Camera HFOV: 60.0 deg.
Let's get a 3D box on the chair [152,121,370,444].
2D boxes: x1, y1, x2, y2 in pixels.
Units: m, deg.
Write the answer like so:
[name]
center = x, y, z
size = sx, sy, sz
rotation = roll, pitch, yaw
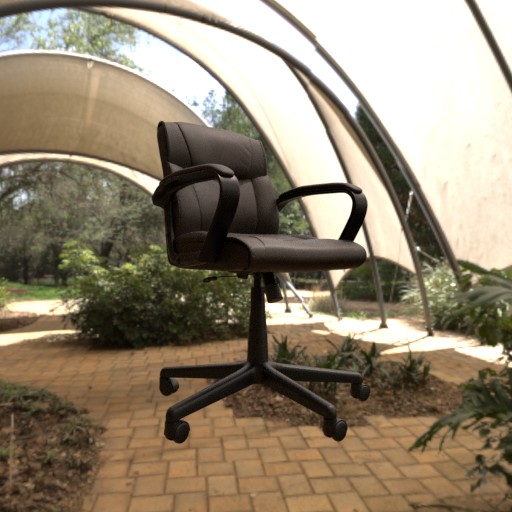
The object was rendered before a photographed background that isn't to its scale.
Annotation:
[chair]
center = 0.000, 0.000, 1.470
size = 0.739, 1.004, 0.717
rotation = 0, 0, -36
